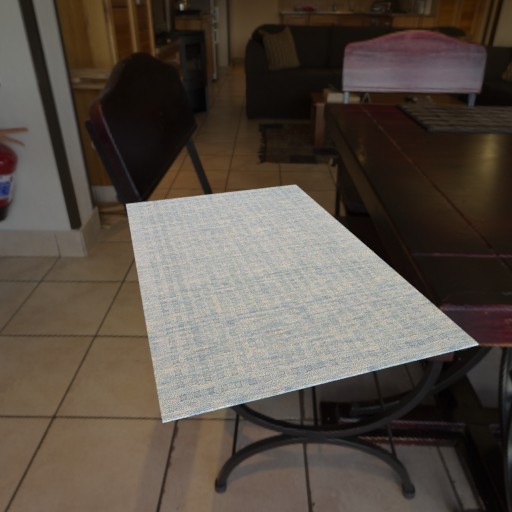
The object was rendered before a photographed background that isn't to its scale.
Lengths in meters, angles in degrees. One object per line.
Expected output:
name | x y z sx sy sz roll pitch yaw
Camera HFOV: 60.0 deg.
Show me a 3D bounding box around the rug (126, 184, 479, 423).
rug | 0.000 0.000 2.191 1.142 0.006 1.752 -9 30 -15
